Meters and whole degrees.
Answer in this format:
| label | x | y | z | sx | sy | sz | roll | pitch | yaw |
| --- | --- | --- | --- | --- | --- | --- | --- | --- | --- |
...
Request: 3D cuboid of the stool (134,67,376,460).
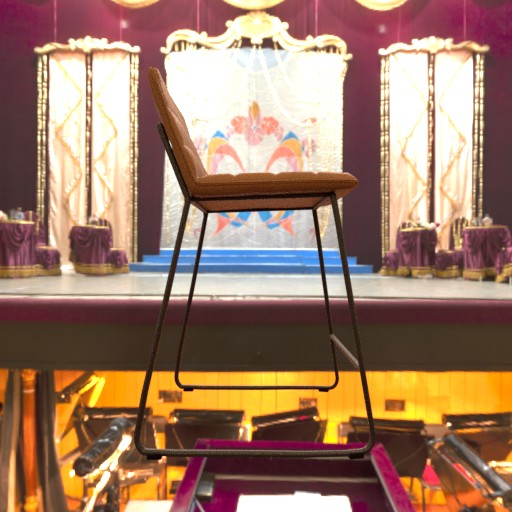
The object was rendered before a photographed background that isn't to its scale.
| label | x | y | z | sx | sy | sz | roll | pitch | yaw |
| --- | --- | --- | --- | --- | --- | --- | --- | --- | --- |
| stool | 0.000 | 0.000 | 1.183 | 0.524 | 0.866 | 0.489 | 0 | 0 | 0 |
